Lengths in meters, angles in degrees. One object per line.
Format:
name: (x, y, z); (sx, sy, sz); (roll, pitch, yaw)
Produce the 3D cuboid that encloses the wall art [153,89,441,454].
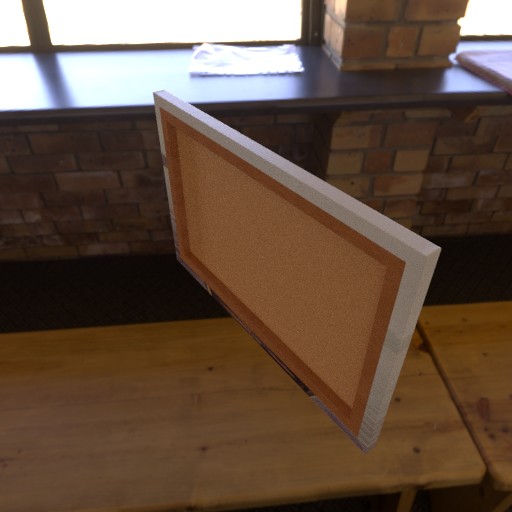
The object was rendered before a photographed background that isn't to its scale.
wall art: (0.000, 0.000, 1.157); (0.037, 0.609, 0.916); (-25, 45, -28)
